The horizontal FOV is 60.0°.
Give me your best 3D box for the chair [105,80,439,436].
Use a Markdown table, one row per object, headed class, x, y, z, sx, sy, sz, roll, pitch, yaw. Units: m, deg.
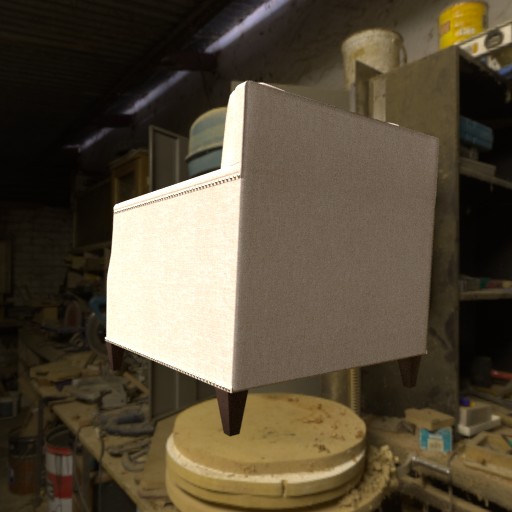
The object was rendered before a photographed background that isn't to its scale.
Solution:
| class | x | y | z | sx | sy | sz | roll | pitch | yaw |
| --- | --- | --- | --- | --- | --- | --- | --- | --- | --- |
| chair | 0.000 | 0.000 | 1.710 | 0.838 | 0.940 | 1.041 | 1 | -2 | -36 |
